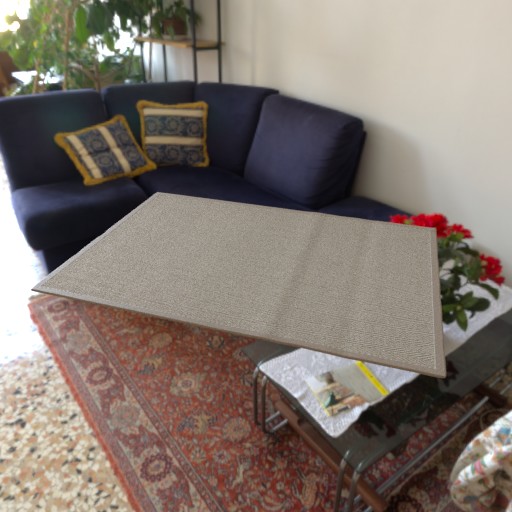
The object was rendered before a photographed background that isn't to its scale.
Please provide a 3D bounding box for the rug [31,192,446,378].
[{"bbox_3d":[0.000,0.000,2.923,2.290,0.021,1.540,9,32,15],"label":"rug"}]
